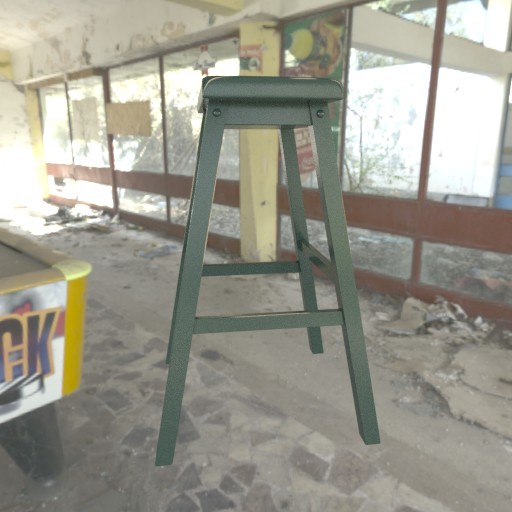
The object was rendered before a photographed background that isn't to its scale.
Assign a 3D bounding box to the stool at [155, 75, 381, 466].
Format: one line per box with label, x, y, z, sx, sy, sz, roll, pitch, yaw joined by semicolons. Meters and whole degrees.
stool;0.000;0.000;1.047;0.476;0.737;0.457;-2;15;-8
